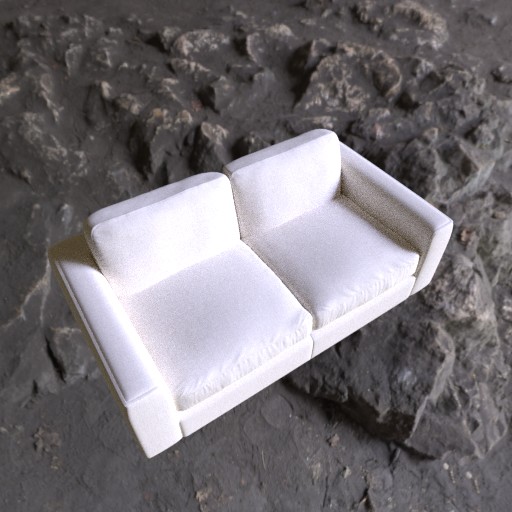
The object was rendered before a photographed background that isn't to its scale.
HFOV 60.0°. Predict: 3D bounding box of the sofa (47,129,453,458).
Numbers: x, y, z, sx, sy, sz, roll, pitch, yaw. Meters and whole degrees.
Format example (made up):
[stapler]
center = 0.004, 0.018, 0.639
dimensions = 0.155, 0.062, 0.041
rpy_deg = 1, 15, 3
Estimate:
[sofa]
center = 0.000, 0.000, 2.431
dimensions = 1.920, 0.801, 1.069
rpy_deg = -26, 52, -22
